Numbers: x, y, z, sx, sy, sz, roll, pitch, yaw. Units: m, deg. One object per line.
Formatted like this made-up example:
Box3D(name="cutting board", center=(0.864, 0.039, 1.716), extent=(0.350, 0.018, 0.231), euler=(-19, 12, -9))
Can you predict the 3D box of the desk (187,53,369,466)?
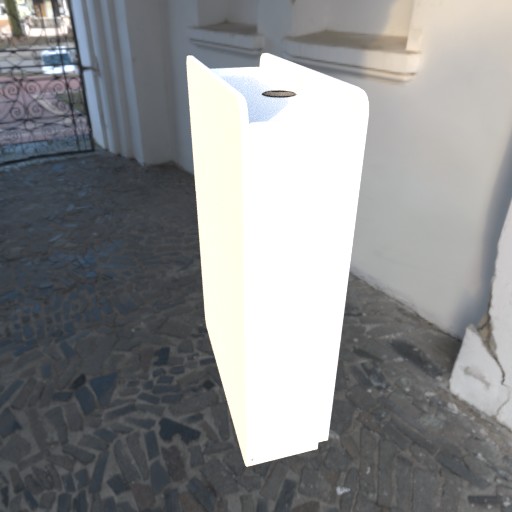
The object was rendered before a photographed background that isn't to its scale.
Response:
Box3D(name="desk", center=(0.000, 0.000, 1.511), extent=(0.278, 1.190, 0.795), euler=(-8, 31, -13))
